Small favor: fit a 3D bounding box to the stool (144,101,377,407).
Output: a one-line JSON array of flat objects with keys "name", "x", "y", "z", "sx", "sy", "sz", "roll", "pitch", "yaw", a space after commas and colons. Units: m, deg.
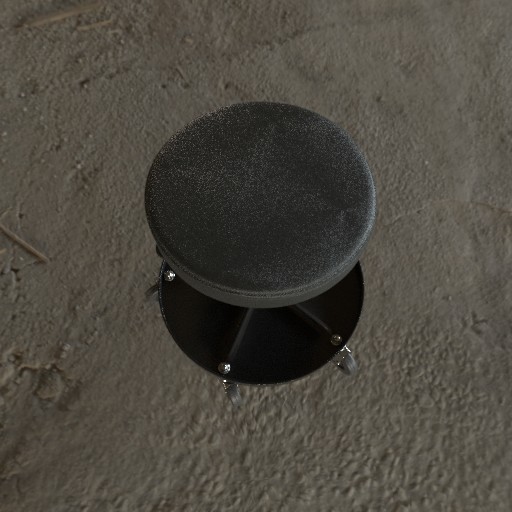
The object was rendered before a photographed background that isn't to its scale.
[{"name": "stool", "x": 0.000, "y": 0.000, "z": 0.672, "sx": 0.382, "sy": 0.365, "sz": 0.381, "roll": -17, "pitch": 65, "yaw": -8}]
